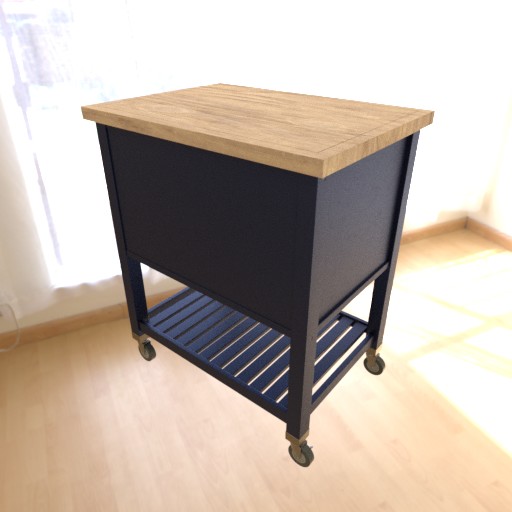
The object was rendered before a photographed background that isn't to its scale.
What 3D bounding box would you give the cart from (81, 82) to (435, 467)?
[{"bbox_3d":[0.000,0.000,1.431,0.797,0.920,0.567,22,36,33],"label":"cart"}]
